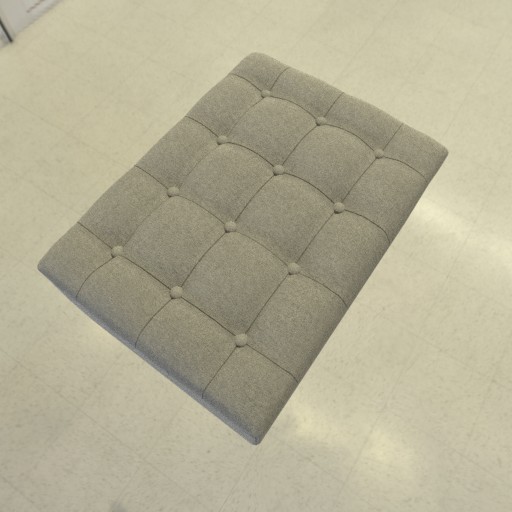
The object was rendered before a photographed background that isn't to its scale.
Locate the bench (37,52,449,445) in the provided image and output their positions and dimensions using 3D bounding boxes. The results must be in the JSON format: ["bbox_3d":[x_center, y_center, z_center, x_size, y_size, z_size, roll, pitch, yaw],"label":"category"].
[{"bbox_3d":[0.000,0.000,0.886,0.417,0.469,0.572,33,69,14],"label":"bench"}]
